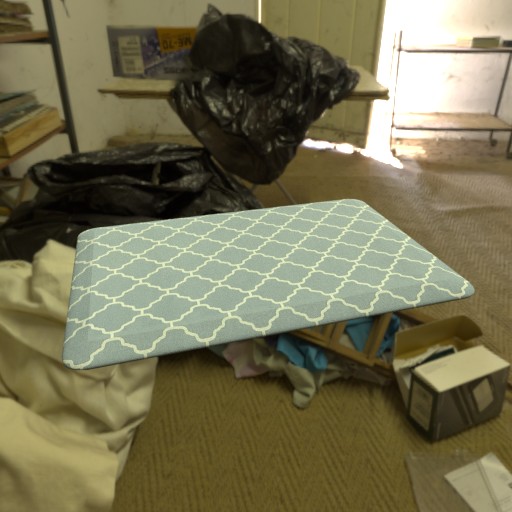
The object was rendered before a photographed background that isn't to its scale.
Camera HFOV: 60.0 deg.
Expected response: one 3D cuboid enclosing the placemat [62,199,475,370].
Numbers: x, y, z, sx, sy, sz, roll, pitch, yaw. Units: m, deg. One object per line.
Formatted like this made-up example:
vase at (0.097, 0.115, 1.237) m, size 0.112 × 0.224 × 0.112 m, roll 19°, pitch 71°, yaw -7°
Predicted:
placemat at (0.000, 0.000, 0.967) m, size 0.762 × 0.021 × 0.508 m, roll -8°, pitch 30°, yaw -14°
